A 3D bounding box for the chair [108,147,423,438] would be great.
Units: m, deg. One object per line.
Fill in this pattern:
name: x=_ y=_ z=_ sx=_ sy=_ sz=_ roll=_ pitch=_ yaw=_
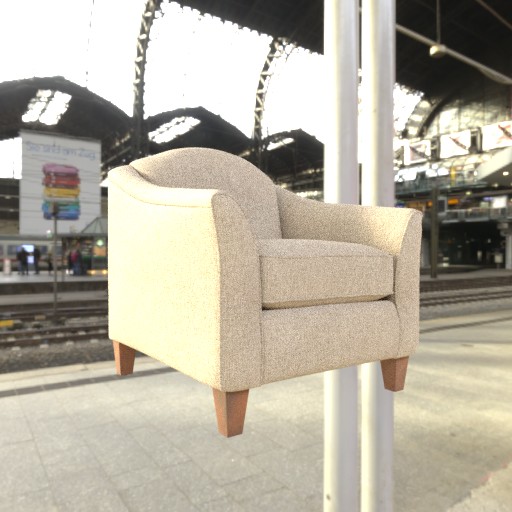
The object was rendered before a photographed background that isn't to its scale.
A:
chair: x=0.000 y=0.000 z=1.471 sx=0.763 sy=0.839 sz=0.787 roll=0 pitch=0 yaw=-35
